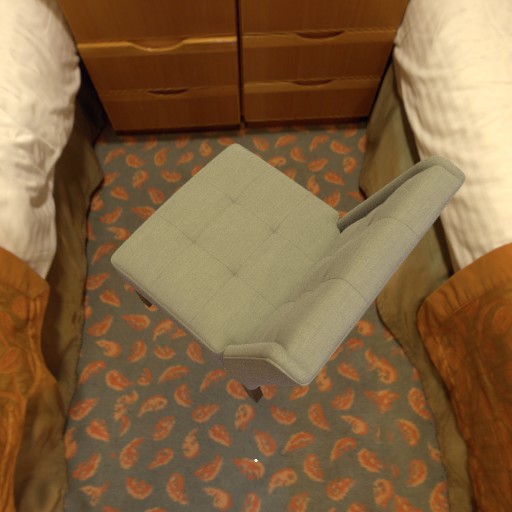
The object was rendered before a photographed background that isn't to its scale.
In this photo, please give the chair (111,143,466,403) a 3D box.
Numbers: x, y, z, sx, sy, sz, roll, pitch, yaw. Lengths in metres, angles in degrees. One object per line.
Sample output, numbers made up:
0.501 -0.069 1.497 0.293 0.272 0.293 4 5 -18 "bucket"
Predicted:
0.000 0.000 1.275 0.676 0.853 0.569 37 71 16 "chair"
